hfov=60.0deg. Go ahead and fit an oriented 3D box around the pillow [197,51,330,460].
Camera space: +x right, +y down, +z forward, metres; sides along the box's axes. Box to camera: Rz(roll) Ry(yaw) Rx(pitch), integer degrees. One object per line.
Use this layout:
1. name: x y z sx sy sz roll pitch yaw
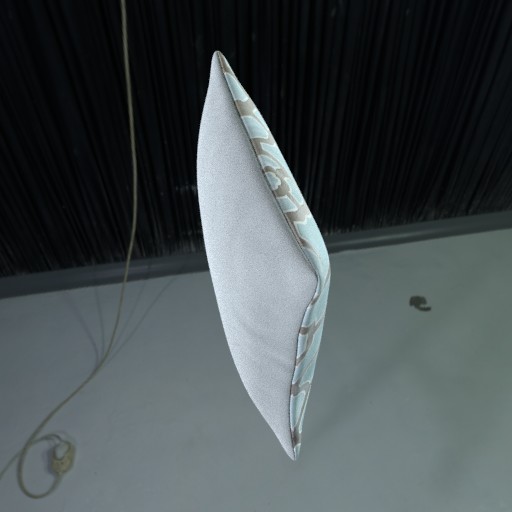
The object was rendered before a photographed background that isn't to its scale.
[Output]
1. pillow: 0.000 0.000 0.795 0.166 0.508 0.552 -10 48 -9
